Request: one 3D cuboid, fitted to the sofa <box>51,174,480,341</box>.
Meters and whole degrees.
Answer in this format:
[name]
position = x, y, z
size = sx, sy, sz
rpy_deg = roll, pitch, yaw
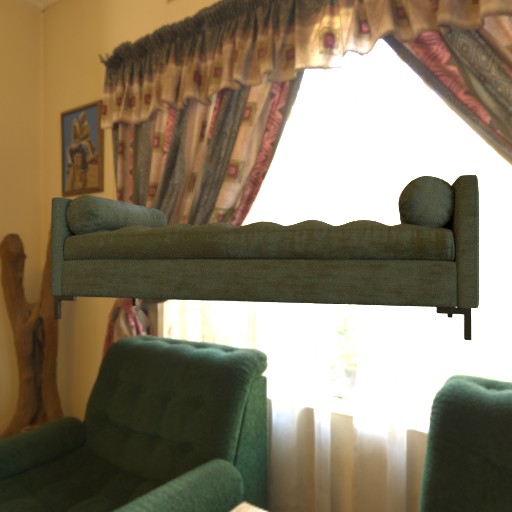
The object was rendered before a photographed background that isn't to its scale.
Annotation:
[sofa]
position = 0.000, 0.000, 2.427
size = 2.130, 0.681, 0.817
rpy_deg = 0, -1, 18
